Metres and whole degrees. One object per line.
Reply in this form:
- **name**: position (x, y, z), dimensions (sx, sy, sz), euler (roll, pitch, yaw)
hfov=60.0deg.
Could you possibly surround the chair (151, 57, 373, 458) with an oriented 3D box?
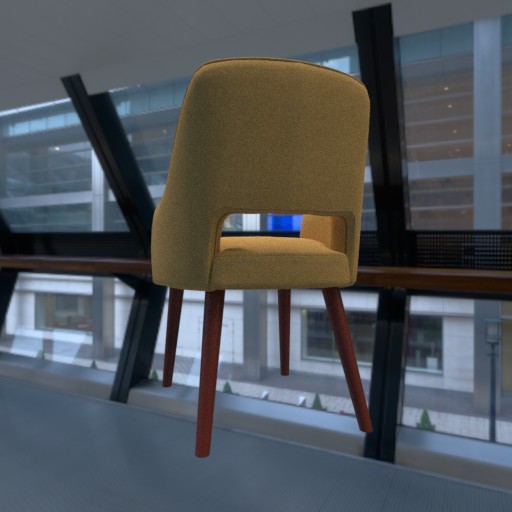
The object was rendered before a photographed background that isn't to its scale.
- **chair**: position (0.000, 0.000, 1.237), dimensions (0.548, 0.849, 0.605), euler (0, 0, -19)
